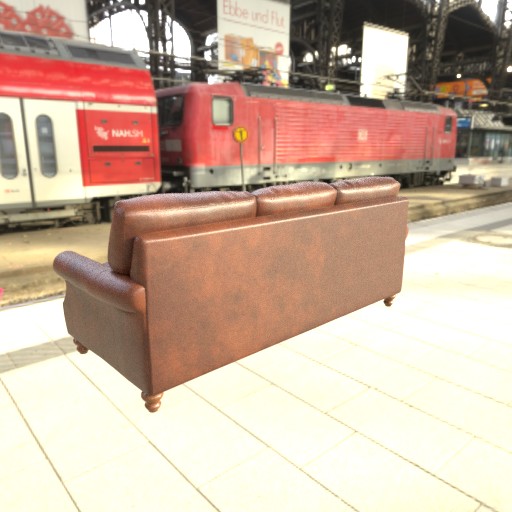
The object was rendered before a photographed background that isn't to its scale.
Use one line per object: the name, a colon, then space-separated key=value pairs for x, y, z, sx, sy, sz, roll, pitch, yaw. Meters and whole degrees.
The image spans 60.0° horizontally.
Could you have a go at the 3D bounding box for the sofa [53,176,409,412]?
sofa: x=0.000 y=0.000 z=2.911 sx=2.351 sy=0.977 sz=0.973 roll=-13 pitch=19 yaw=-41
